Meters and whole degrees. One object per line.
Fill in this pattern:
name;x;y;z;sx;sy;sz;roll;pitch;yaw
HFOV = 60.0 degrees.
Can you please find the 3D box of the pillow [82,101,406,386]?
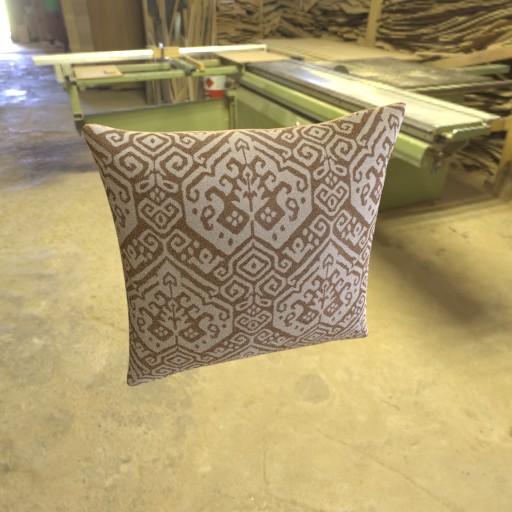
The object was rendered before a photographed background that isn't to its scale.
pillow;0.000;0.000;0.643;0.419;0.407;0.173;-9;32;-14
